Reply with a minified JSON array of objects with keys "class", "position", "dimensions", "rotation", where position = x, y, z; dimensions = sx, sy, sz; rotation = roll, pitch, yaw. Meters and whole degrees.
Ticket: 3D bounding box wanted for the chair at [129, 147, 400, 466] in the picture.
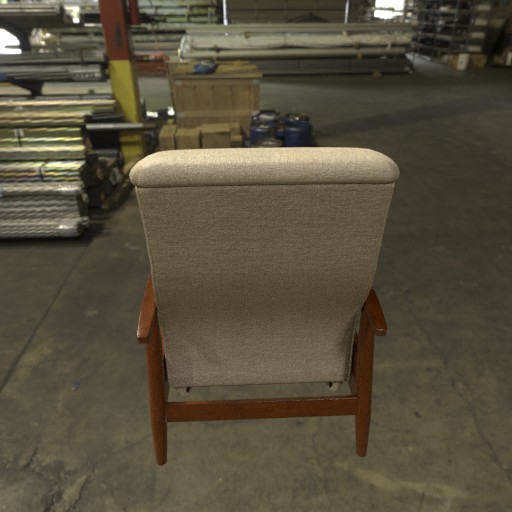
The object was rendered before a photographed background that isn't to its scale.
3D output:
[{"class":"chair","position":[0.000,0.000,1.695],"dimensions":[0.762,1.082,1.014],"rotation":[-1,30,-2]}]
